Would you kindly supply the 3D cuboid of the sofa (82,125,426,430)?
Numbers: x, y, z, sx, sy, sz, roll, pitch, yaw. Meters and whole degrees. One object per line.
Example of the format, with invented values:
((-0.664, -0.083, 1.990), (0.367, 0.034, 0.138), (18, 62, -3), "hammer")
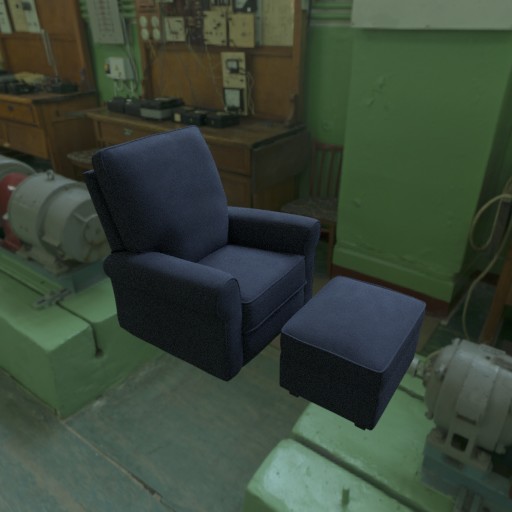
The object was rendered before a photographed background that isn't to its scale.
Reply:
((0.000, 0.000, 2.058), (1.478, 0.959, 0.880), (18, 33, 30), "sofa")
